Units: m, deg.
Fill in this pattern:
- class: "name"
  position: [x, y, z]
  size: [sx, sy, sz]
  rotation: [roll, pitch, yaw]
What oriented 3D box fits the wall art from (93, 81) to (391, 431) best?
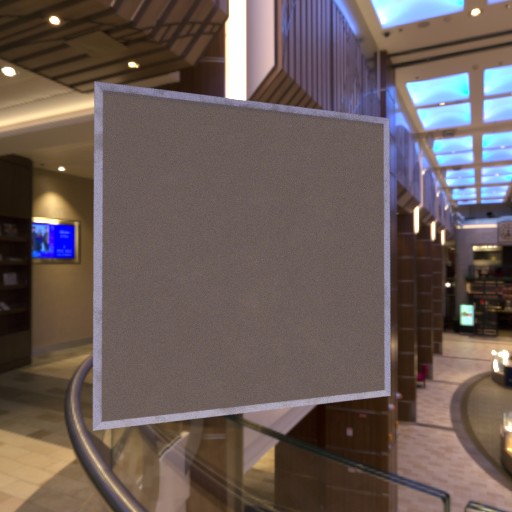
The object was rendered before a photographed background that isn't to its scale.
- class: "wall art"
  position: [0.000, 0.000, 0.738]
  size: [0.508, 0.506, 0.029]
  rotation: [0, -1, -19]
